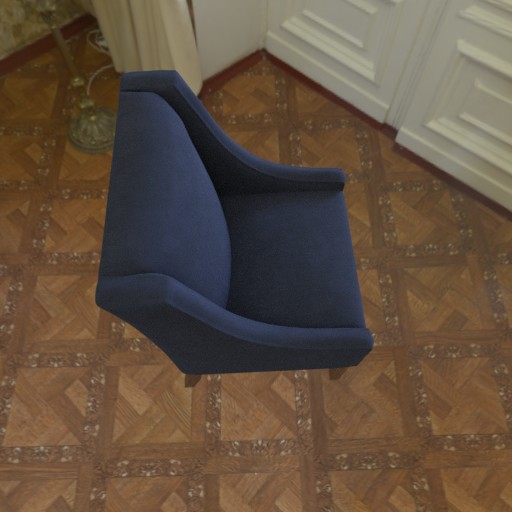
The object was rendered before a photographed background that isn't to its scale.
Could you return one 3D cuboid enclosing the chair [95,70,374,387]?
[{"bbox_3d":[0.000,0.000,1.341,0.629,0.895,0.629,-3,64,-1],"label":"chair"}]
